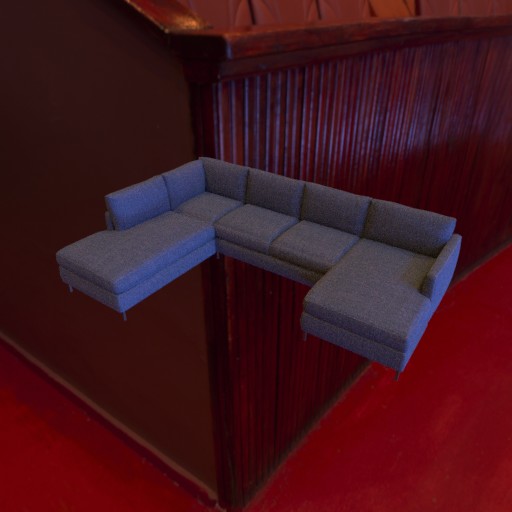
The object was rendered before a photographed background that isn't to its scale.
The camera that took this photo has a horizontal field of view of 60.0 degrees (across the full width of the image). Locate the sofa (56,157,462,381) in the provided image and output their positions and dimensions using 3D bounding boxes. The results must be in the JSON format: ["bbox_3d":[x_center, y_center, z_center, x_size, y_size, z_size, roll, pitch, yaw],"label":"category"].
[{"bbox_3d":[0.000,0.000,3.594,2.737,0.753,1.879,20,36,29],"label":"sofa"}]
